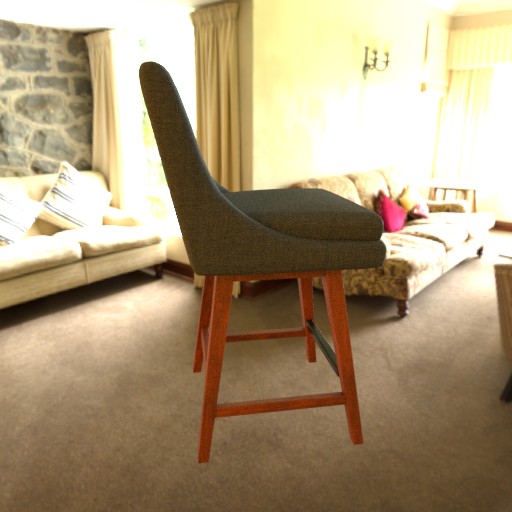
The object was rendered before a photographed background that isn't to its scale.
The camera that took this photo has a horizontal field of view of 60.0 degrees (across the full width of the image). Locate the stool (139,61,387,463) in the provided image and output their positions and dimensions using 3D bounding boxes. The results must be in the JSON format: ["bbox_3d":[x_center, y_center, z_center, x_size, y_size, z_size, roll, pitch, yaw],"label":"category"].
[{"bbox_3d":[0.000,0.000,1.164,0.524,0.895,0.467,-3,17,-9],"label":"stool"}]
